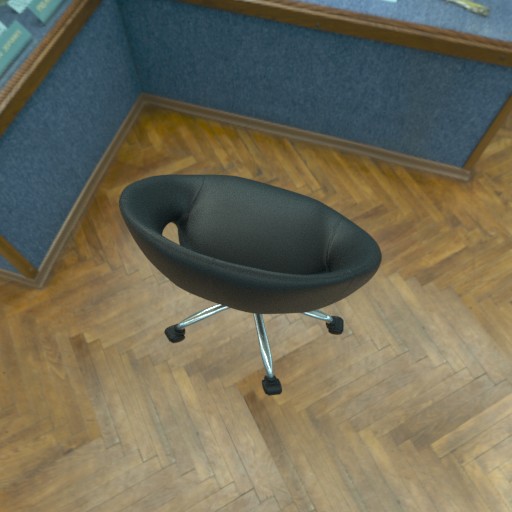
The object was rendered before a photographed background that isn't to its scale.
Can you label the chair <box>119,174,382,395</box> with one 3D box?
[{"bbox_3d":[0.000,0.000,1.188,0.612,0.791,0.538,18,64,9],"label":"chair"}]
